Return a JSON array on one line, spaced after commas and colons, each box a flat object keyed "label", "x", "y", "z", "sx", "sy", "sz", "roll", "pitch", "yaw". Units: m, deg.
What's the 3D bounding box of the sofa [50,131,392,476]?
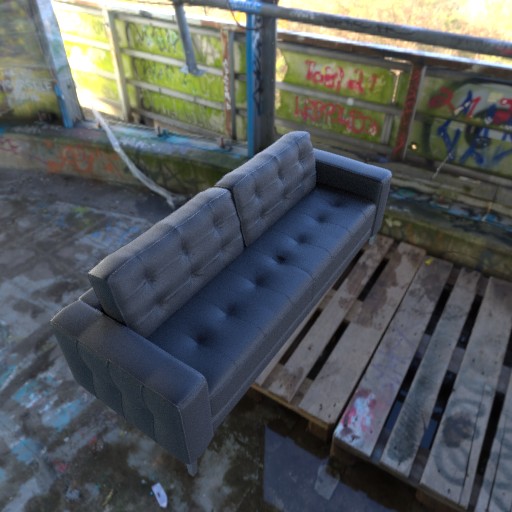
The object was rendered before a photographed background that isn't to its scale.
[{"label": "sofa", "x": 0.000, "y": 0.000, "z": 2.709, "sx": 0.833, "sy": 0.893, "sz": 2.275, "roll": 24, "pitch": 46, "yaw": 26}]
